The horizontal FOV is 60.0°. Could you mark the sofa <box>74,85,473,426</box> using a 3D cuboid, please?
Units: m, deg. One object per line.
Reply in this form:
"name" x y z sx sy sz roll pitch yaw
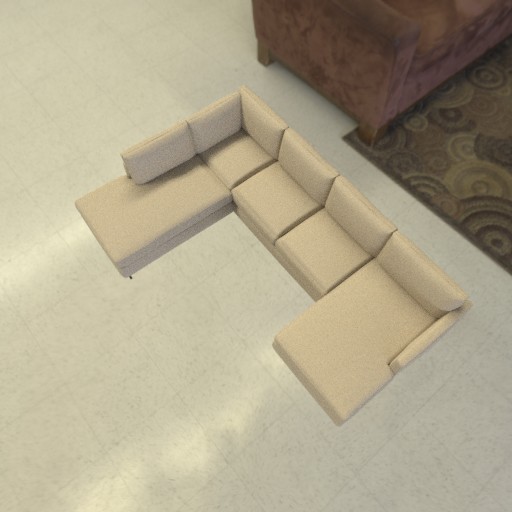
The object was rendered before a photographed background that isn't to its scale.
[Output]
"sofa" 0.000 0.000 3.547 1.879 0.756 2.737 -34 68 -16
